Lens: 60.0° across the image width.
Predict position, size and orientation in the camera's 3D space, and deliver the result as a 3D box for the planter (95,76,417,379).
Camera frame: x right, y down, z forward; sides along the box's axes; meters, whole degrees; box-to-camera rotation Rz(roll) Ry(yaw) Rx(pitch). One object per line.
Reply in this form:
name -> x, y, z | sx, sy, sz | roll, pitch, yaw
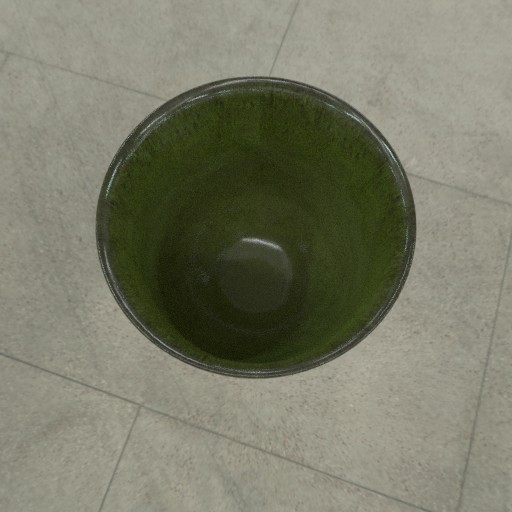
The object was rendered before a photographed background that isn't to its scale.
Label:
planter -> 0.000, 0.000, 0.496 | 0.266, 0.270, 0.266 | 0, 74, 0
